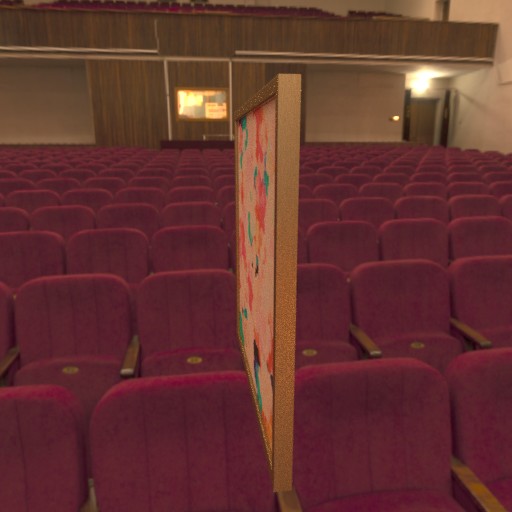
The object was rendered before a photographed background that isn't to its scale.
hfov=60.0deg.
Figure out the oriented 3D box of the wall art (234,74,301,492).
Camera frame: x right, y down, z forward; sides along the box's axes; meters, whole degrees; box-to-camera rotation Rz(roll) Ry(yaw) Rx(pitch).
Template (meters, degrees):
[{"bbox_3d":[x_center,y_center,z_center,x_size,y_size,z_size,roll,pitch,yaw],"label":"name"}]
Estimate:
[{"bbox_3d":[0.000,0.000,1.148,0.036,0.765,0.767,-2,14,-8],"label":"wall art"}]
